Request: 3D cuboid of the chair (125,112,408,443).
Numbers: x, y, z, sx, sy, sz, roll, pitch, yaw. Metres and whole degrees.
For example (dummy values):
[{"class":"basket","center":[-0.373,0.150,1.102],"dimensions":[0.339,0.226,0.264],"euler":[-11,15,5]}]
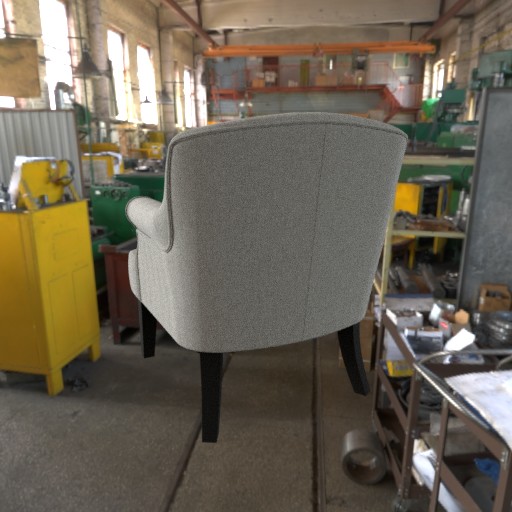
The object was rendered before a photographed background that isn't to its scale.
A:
[{"class":"chair","center":[0.000,0.000,1.480],"dimensions":[0.772,0.880,0.755],"euler":[-7,16,-25]}]
